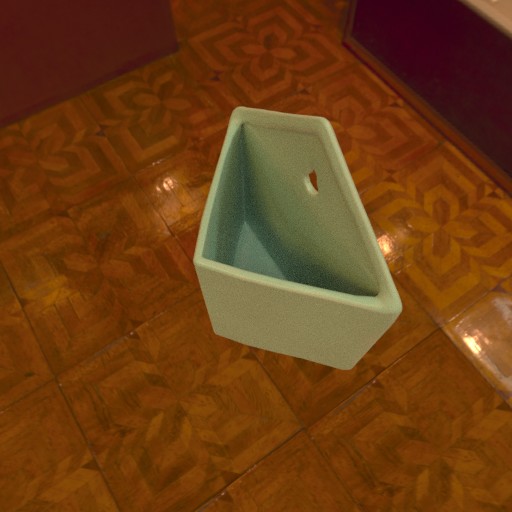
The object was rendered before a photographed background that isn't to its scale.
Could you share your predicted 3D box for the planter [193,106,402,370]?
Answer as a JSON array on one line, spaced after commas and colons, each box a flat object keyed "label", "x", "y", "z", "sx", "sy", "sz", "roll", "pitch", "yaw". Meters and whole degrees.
[{"label": "planter", "x": 0.000, "y": 0.000, "z": 0.279, "sx": 0.079, "sy": 0.197, "sz": 0.164, "roll": -29, "pitch": 67, "yaw": -14}]
